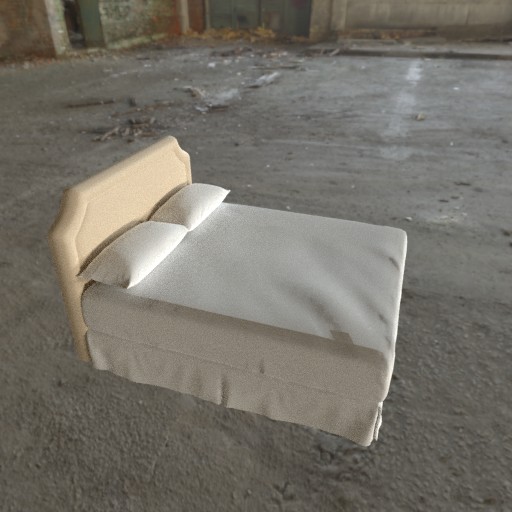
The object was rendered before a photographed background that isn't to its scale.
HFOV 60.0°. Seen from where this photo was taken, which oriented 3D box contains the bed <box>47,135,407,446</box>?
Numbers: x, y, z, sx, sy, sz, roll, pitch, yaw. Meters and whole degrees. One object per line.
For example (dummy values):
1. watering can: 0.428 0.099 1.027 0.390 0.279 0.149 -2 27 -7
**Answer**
1. bed: 0.000 0.000 3.939 2.548 1.524 2.134 10 32 17
